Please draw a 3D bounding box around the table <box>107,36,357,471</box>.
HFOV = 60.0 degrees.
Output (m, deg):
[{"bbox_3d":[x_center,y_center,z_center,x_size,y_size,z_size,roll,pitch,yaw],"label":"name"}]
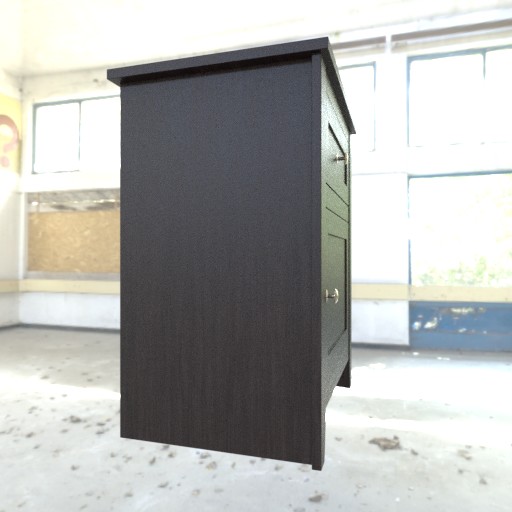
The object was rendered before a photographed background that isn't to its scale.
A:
[{"bbox_3d":[0.000,0.000,0.925,0.381,0.635,0.480,0,0,18],"label":"table"}]
